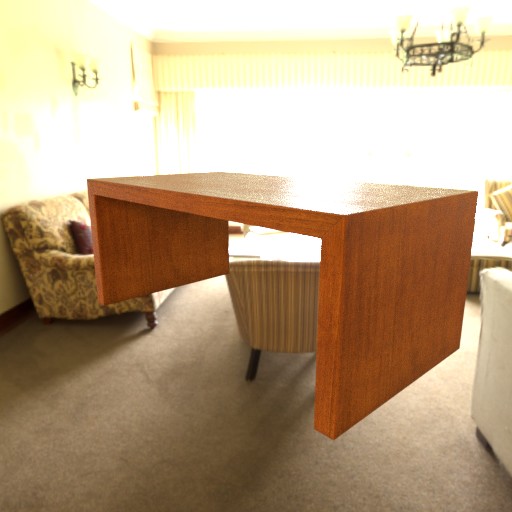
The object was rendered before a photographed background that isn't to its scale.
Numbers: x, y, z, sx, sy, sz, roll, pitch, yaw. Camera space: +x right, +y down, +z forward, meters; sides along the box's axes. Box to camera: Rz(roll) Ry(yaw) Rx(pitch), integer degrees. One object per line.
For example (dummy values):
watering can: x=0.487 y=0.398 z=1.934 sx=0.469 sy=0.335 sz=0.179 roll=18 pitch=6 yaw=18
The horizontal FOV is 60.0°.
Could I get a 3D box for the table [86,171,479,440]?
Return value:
table: x=0.000 y=0.000 z=1.298 sx=0.549 sy=0.419 sz=1.000 roll=-13 pitch=19 yaw=-42
